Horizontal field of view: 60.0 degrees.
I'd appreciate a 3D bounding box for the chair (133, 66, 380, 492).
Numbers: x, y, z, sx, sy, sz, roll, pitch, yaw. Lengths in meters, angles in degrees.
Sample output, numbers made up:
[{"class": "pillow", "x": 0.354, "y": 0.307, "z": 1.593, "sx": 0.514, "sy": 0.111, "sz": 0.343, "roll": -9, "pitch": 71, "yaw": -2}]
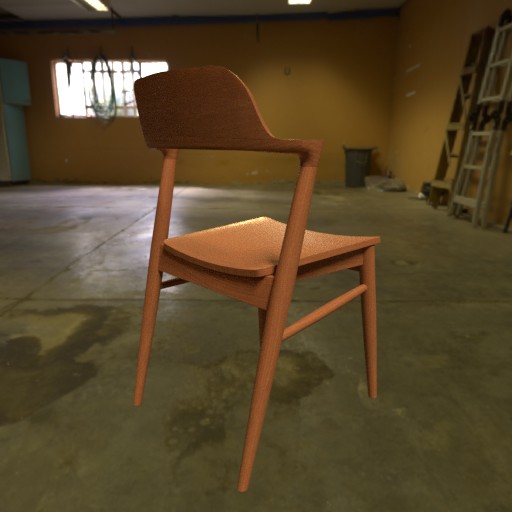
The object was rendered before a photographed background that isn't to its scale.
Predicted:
[{"class": "chair", "x": 0.000, "y": 0.000, "z": 1.094, "sx": 0.499, "sy": 0.801, "sz": 0.496, "roll": -14, "pitch": 20, "yaw": -42}]
